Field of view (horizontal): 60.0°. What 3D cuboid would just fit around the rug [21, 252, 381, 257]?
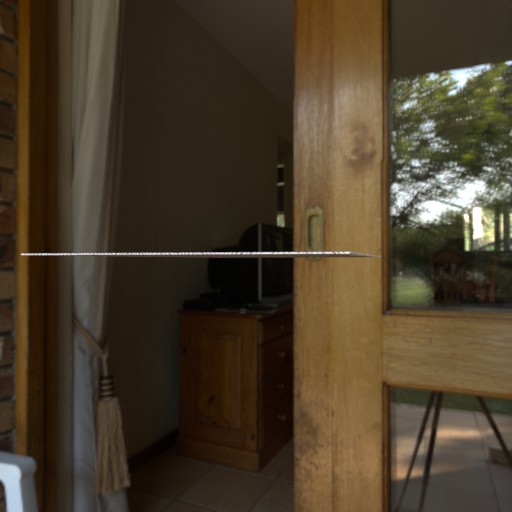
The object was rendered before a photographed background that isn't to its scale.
[{"bbox_3d":[0.000,0.000,2.985,1.519,0.007,2.428,0,-1,18],"label":"rug"}]
